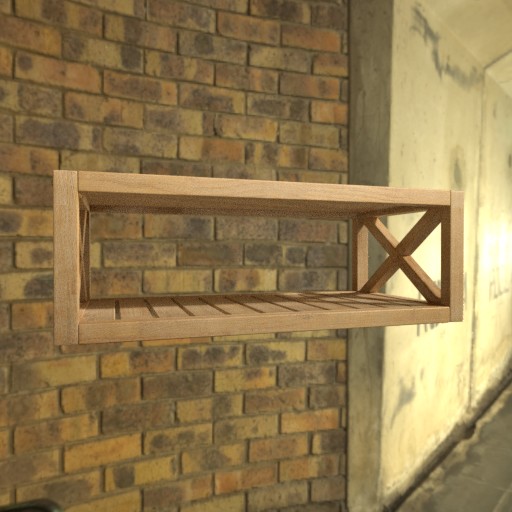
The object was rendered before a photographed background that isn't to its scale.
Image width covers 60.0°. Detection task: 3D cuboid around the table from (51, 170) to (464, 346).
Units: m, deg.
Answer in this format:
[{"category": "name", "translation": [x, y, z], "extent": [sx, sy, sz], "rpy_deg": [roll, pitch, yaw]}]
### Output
[{"category": "table", "translation": [0.000, 0.000, 1.655], "extent": [1.321, 0.457, 0.660], "rpy_deg": [0, 1, -18]}]
